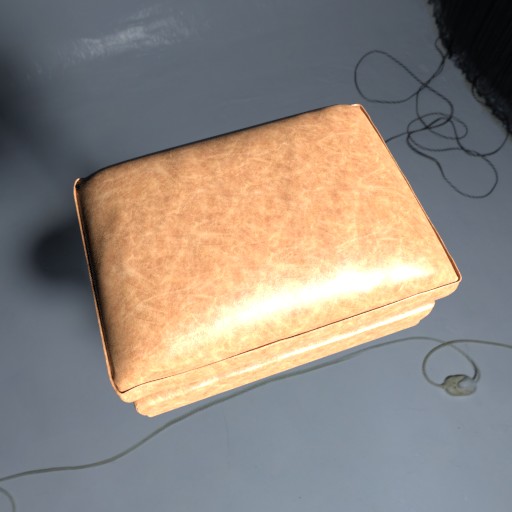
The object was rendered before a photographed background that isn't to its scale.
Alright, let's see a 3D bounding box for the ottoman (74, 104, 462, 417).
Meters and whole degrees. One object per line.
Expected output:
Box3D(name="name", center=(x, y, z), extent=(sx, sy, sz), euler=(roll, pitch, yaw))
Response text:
Box3D(name="ottoman", center=(0.000, 0.000, 1.074), extent=(0.710, 0.480, 0.533), euler=(-17, 66, -8))
